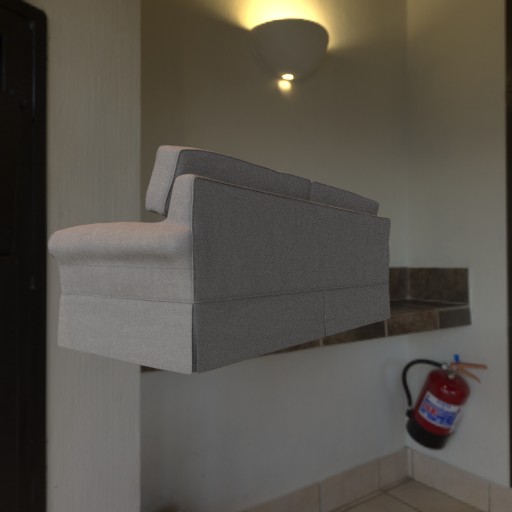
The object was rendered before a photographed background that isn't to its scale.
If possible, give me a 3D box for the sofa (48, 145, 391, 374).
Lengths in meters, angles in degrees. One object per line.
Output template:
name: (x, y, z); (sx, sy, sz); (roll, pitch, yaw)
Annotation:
sofa: (0.000, 0.000, 2.811); (0.991, 0.943, 2.248); (-1, -1, 37)
